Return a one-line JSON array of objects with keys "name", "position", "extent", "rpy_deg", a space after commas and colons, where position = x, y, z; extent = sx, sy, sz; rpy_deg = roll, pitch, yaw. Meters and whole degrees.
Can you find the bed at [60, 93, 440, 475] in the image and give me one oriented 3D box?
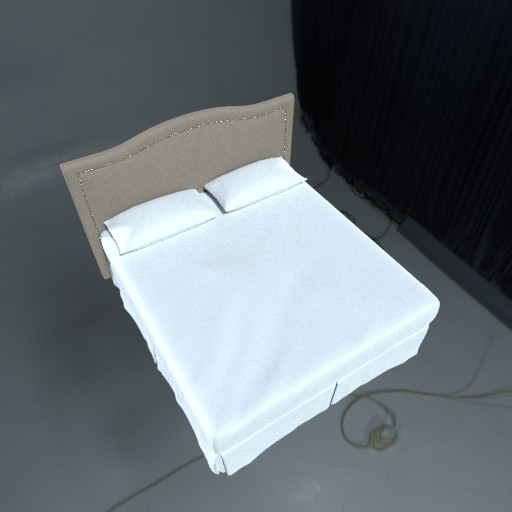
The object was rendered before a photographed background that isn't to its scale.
[{"name": "bed", "position": [0.000, 0.000, 3.463], "extent": [2.083, 1.421, 2.182], "rpy_deg": [-25, 52, -21]}]
